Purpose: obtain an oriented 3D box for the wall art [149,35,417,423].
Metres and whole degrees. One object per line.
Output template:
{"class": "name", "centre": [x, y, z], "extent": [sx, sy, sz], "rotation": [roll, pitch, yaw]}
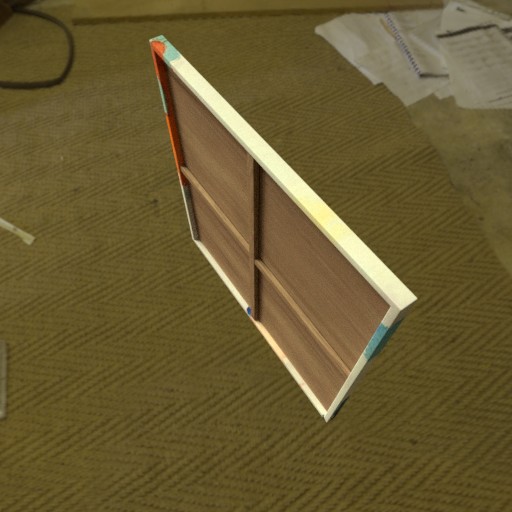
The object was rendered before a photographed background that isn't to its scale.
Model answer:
{"class": "wall art", "centre": [0.000, 0.000, 1.476], "extent": [0.044, 1.017, 1.017], "rotation": [-30, 63, -17]}
